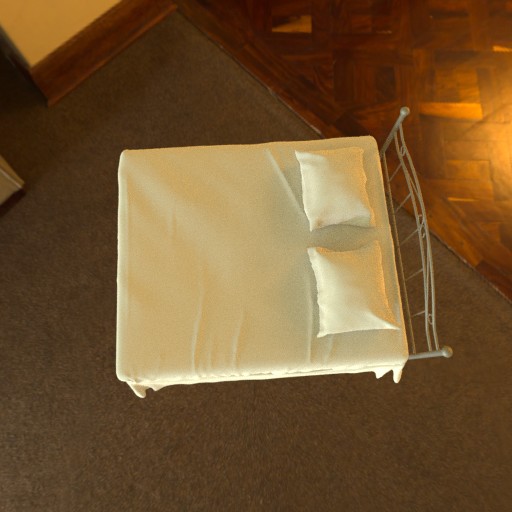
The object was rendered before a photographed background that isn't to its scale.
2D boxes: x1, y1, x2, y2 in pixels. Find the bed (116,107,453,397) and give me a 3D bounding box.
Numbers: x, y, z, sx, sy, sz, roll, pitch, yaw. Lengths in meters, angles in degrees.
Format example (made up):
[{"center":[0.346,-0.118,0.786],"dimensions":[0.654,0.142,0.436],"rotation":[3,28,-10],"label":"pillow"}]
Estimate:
[{"center":[0.000,0.000,3.237],"dimensions":[2.215,1.080,1.936],"rotation":[-4,75,-1],"label":"bed"}]
